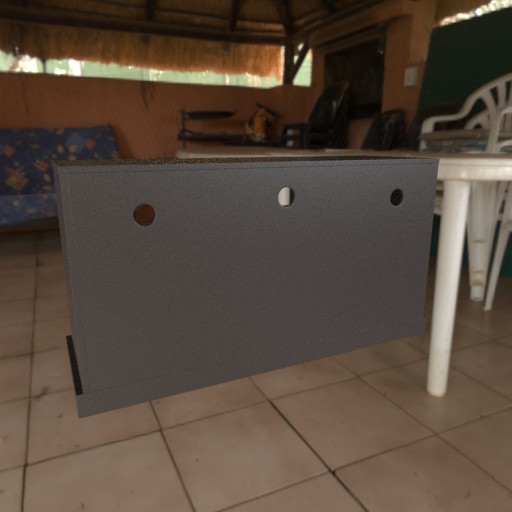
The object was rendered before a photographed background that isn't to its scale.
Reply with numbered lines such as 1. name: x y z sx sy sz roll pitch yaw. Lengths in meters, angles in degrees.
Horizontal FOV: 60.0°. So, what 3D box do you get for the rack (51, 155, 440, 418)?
1. rack: 0.000 0.000 1.487 1.206 0.635 0.399 -7 16 -25
